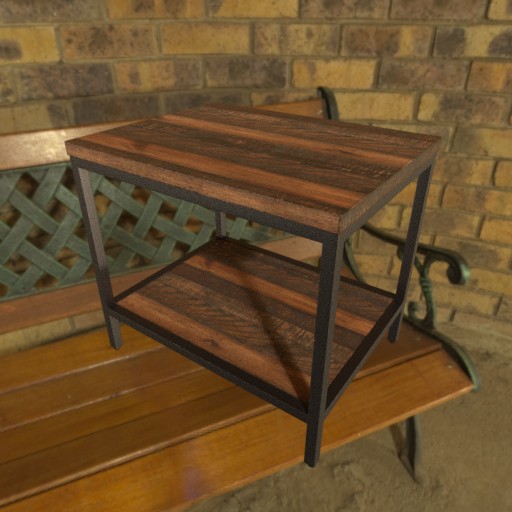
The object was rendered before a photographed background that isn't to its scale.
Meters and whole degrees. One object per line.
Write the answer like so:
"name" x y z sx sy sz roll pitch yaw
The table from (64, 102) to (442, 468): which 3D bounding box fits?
"table" 0.000 0.000 1.156 0.678 0.612 0.524 20 36 30
